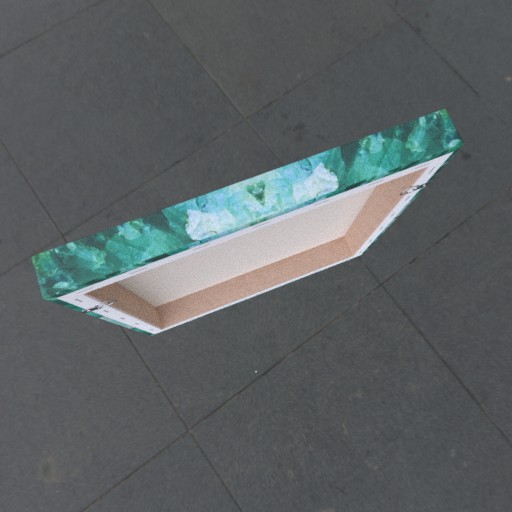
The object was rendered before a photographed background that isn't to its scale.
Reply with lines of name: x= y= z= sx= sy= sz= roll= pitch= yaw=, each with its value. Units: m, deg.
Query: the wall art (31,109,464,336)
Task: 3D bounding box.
wall art: x=0.000 y=0.000 z=0.459 sx=0.313 sy=0.313 sz=0.033 roll=-21 pitch=76 yaw=-5
